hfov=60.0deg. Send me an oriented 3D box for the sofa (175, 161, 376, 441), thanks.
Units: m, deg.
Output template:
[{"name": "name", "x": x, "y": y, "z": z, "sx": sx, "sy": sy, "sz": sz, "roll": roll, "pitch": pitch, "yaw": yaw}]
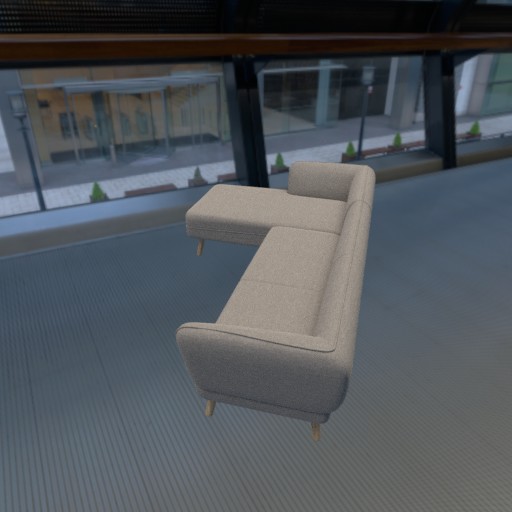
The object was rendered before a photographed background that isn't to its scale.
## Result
[{"name": "sofa", "x": 0.000, "y": 0.000, "z": 3.205, "sx": 1.532, "sy": 0.693, "sz": 2.653, "roll": 8, "pitch": 30, "yaw": 14}]
